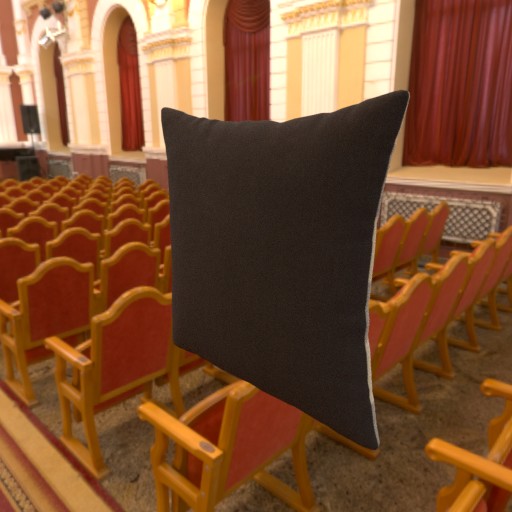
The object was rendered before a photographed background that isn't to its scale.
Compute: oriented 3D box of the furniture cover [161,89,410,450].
[{"bbox_3d":[0.000,0.000,0.766,0.511,0.509,0.161,14,21,42],"label":"furniture cover"}]
